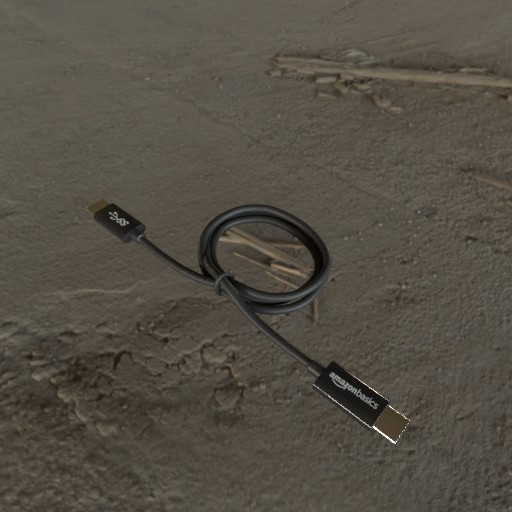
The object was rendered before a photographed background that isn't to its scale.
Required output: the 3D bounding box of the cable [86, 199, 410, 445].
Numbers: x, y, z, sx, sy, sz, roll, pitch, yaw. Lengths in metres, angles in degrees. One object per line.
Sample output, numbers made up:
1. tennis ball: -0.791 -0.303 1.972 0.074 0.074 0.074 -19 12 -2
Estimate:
1. cable: 0.000 0.000 0.210 0.186 0.014 0.070 32 55 27
